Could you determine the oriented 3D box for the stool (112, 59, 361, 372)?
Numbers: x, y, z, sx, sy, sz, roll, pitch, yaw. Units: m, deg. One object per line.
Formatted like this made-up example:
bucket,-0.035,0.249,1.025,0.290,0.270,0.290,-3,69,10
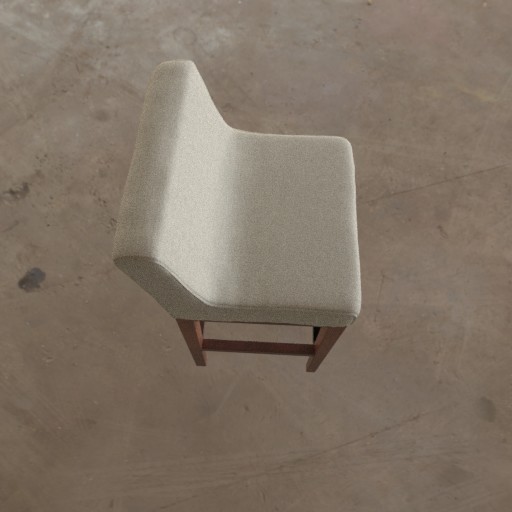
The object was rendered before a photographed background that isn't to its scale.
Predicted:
stool,0.000,0.000,1.282,0.500,0.937,0.511,3,64,1
